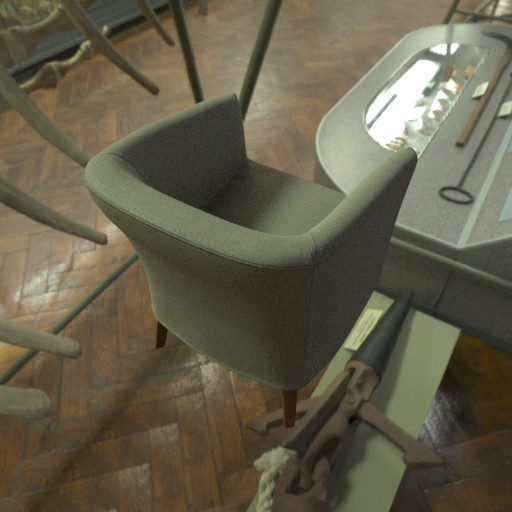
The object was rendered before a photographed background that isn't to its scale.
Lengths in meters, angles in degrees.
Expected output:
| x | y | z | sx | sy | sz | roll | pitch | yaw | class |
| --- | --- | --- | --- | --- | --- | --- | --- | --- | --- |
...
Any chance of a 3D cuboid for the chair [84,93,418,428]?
| x | y | z | sx | sy | sz | roll | pitch | yaw | class |
| --- | --- | --- | --- | --- | --- | --- | --- | --- | --- |
| 0.000 | 0.000 | 1.245 | 0.600 | 0.771 | 0.668 | 25 | 52 | 21 | chair |
